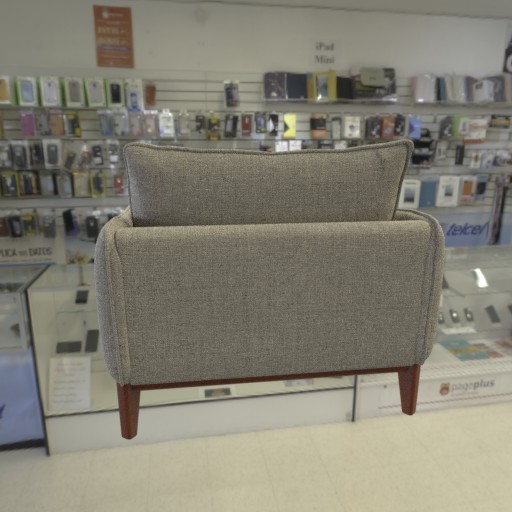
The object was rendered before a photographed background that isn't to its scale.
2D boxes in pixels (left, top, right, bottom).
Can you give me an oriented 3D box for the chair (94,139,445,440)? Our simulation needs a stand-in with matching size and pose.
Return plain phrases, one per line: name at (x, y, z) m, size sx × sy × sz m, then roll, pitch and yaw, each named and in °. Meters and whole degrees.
chair at (0.000, 0.000, 1.651) m, size 0.993 × 0.839 × 0.976 m, roll -2°, pitch 15°, yaw -8°
